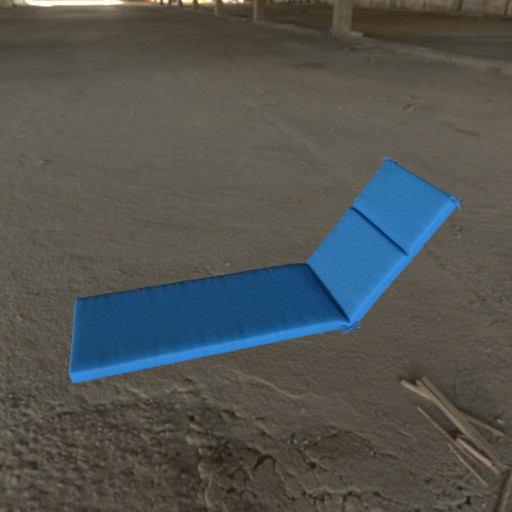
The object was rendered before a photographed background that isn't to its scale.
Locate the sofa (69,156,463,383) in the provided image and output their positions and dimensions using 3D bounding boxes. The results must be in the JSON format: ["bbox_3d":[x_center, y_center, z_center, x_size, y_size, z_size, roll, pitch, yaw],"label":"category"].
[{"bbox_3d":[0.000,0.000,1.993,1.663,0.622,0.582,-9,32,-14],"label":"sofa"}]
